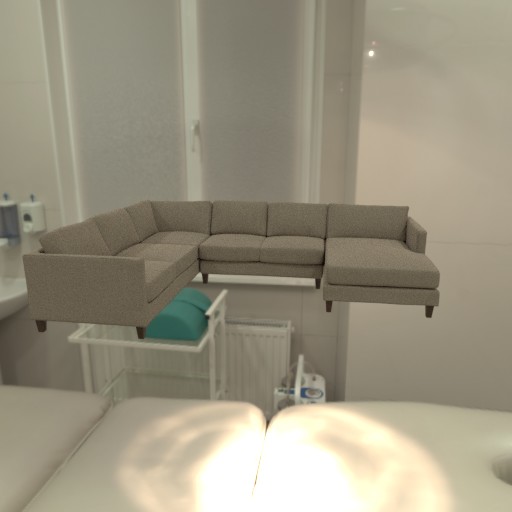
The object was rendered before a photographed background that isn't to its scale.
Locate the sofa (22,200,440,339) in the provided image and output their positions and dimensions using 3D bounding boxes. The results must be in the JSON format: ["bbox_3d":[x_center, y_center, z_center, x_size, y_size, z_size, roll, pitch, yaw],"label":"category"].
[{"bbox_3d":[0.000,0.000,4.508,3.438,0.865,2.424,2,15,8],"label":"sofa"}]
